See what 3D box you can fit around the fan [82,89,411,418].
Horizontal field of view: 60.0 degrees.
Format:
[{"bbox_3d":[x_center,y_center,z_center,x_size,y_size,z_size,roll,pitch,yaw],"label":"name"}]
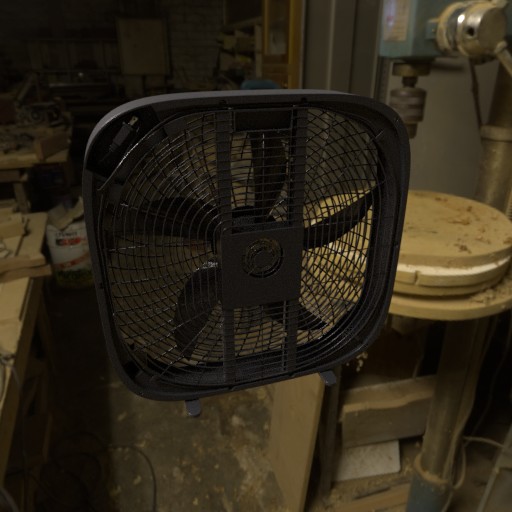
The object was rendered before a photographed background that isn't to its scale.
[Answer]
[{"bbox_3d":[0.000,0.000,0.767,0.526,0.533,0.142,-8,26,-16],"label":"fan"}]
